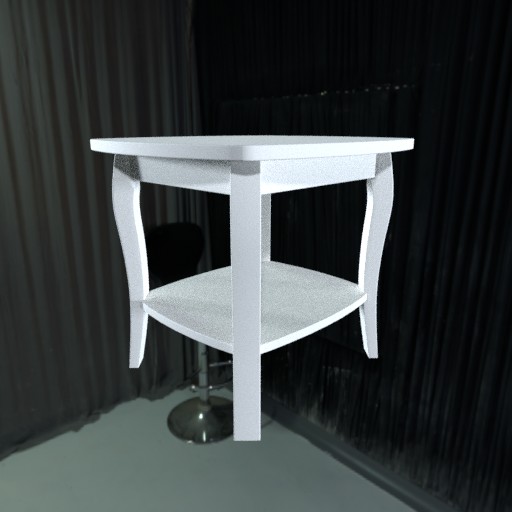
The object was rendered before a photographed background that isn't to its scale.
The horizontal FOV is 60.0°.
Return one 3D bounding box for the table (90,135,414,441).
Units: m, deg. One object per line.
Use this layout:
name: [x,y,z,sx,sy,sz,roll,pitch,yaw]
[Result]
table: [0.000,0.000,0.853,0.451,0.438,0.502,15,22,42]
